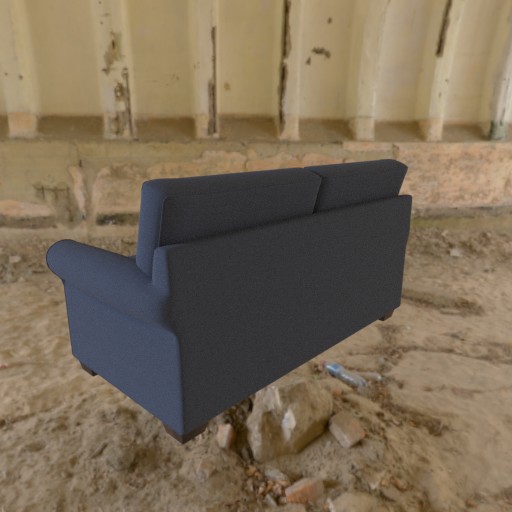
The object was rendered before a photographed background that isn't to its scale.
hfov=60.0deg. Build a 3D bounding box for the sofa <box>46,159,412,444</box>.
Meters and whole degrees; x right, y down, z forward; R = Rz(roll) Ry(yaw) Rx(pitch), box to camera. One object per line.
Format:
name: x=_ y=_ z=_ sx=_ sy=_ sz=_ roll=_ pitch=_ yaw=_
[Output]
sofa: x=0.000 y=0.000 z=2.475 sx=0.940 sy=1.020 sz=1.930 roll=14 pitch=21 yaw=41
